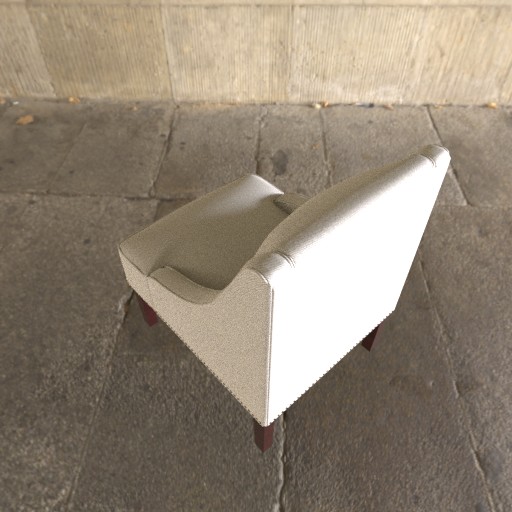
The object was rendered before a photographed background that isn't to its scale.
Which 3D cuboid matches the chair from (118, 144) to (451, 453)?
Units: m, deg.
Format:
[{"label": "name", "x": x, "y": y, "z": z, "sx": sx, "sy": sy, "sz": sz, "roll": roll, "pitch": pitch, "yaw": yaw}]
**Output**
[{"label": "chair", "x": 0.000, "y": 0.000, "z": 1.422, "sx": 0.628, "sy": 0.872, "sz": 0.748, "roll": -33, "pitch": 55, "yaw": -28}]
